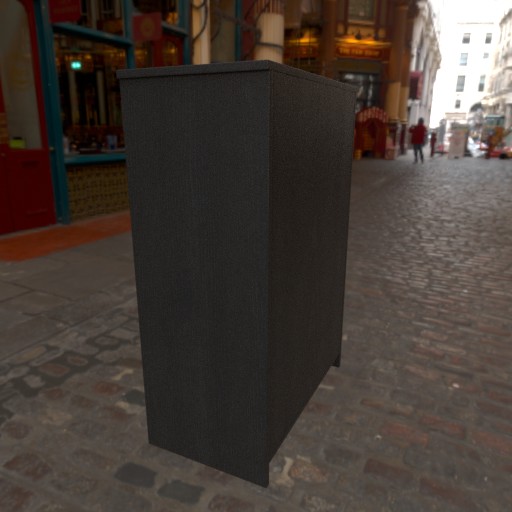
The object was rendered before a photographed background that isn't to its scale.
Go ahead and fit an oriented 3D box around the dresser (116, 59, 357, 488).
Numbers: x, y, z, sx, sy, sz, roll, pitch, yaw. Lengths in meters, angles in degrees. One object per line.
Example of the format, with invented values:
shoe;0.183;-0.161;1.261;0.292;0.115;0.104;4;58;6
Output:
dresser;0.000;0.000;1.379;0.398;1.020;0.700;8;18;25
